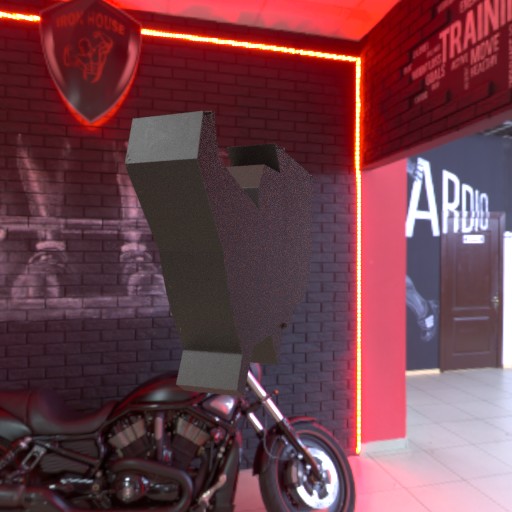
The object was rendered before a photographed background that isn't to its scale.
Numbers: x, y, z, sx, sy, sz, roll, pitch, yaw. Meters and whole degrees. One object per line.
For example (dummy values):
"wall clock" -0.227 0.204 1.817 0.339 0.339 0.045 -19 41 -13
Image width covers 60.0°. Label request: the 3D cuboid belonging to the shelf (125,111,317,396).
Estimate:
"shelf" 0.000 0.000 0.896 0.112 0.439 0.729 0 0 18
